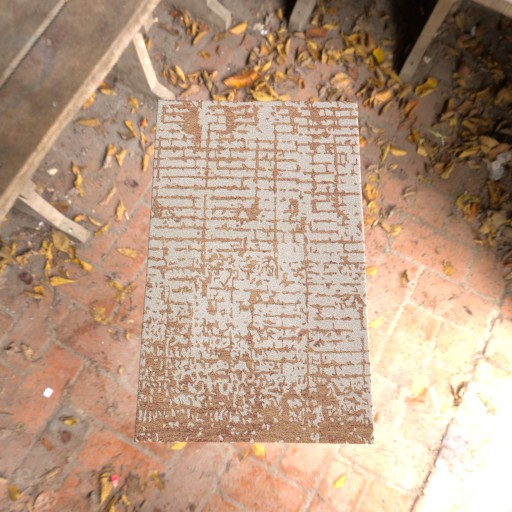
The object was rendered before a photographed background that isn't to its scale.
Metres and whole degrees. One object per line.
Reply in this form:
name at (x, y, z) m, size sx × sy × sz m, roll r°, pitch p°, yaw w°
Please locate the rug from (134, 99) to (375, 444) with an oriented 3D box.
rug at (0.000, 0.000, 3.084) m, size 1.517 × 0.011 × 2.435 m, roll 0°, pitch 76°, yaw 0°
